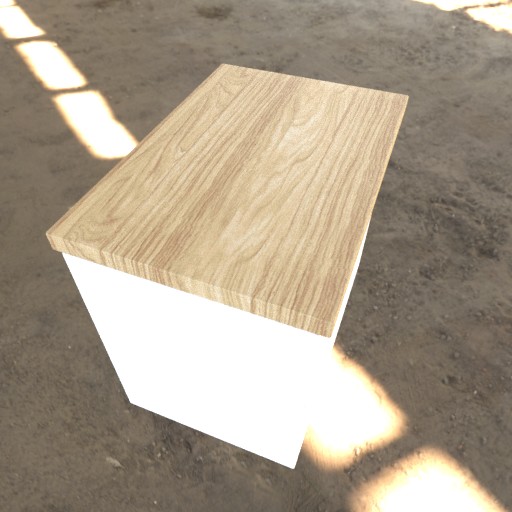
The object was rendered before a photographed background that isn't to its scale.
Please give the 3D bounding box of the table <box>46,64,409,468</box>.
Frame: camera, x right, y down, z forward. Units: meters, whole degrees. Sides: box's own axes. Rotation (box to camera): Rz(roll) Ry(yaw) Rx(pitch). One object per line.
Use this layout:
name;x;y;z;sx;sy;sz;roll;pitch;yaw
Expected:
table;0.000;0.000;0.795;0.360;0.440;0.500;16;49;15
